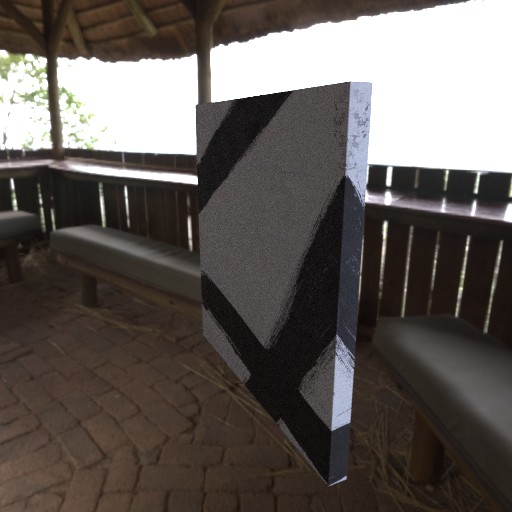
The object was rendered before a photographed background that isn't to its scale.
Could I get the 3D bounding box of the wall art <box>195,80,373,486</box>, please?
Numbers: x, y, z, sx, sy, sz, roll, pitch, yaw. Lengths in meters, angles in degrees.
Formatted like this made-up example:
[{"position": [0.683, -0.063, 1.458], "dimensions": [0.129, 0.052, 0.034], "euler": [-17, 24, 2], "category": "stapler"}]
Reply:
[{"position": [0.000, 0.000, 1.129], "dimensions": [0.046, 0.765, 0.765], "euler": [-8, 18, -25], "category": "wall art"}]
